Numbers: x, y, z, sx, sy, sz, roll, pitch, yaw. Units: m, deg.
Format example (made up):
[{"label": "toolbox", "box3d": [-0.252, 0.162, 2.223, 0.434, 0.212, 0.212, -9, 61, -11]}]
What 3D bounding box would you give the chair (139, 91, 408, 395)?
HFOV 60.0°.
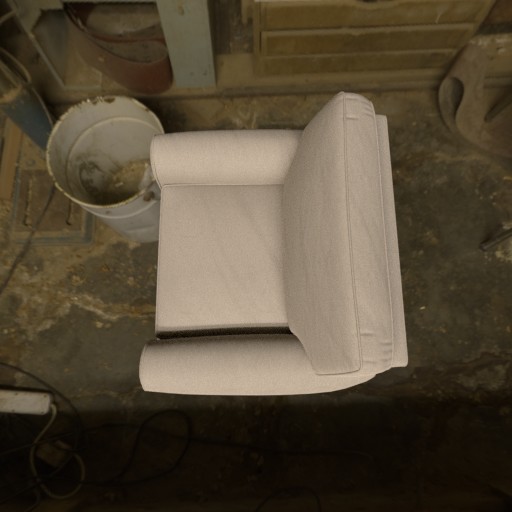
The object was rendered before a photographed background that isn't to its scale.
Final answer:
[{"label": "chair", "box3d": [0.000, 0.000, 1.899, 0.988, 1.017, 1.135, -1, 76, 0]}]
